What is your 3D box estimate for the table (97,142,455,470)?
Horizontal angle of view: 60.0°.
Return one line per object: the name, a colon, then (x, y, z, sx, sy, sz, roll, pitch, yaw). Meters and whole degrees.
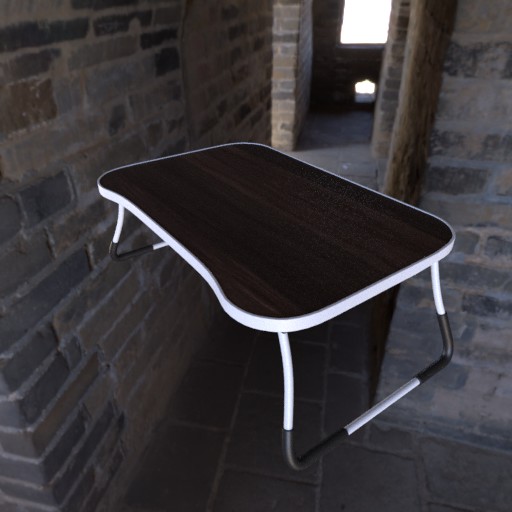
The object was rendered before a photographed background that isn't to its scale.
table: (0.000, 0.000, 0.836, 0.400, 0.232, 0.660, -21, 37, -30)
